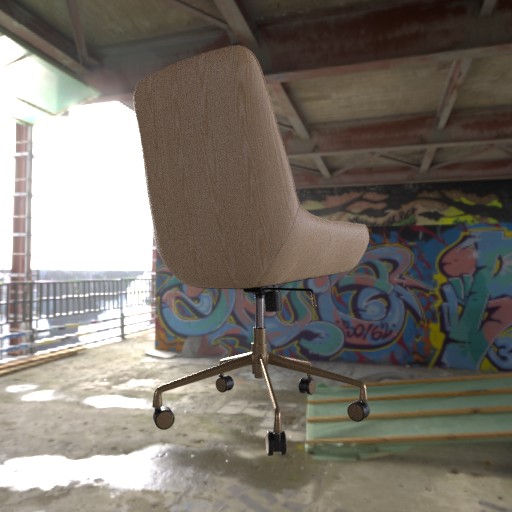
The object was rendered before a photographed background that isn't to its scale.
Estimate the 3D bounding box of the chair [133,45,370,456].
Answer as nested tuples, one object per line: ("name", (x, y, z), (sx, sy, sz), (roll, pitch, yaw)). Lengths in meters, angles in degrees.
("chair", (0.000, 0.000, 1.326), (0.564, 0.952, 0.668), (-1, -2, 36))
